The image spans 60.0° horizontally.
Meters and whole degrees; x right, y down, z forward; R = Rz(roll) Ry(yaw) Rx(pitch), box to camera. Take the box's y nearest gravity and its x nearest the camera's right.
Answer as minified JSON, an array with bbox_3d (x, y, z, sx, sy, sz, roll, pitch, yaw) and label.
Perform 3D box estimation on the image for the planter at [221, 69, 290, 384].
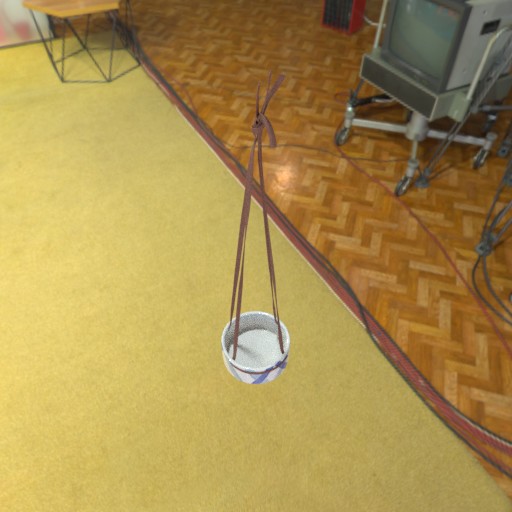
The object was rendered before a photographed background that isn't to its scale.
[{"bbox_3d":[0.000,0.000,0.830,0.166,0.751,0.166,17,49,15],"label":"planter"}]
